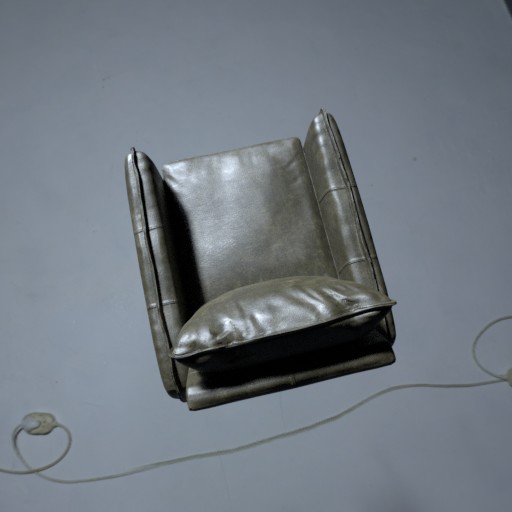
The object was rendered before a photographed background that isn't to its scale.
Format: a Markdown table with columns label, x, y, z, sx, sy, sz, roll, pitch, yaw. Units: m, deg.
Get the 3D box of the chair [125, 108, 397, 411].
| label | x | y | z | sx | sy | sz | roll | pitch | yaw |
| --- | --- | --- | --- | --- | --- | --- | --- | --- | --- |
| chair | 0.000 | 0.000 | 1.618 | 0.830 | 0.921 | 0.921 | -12 | 76 | -3 |
